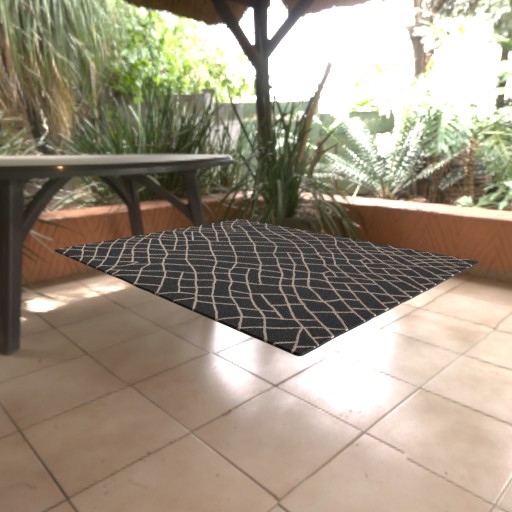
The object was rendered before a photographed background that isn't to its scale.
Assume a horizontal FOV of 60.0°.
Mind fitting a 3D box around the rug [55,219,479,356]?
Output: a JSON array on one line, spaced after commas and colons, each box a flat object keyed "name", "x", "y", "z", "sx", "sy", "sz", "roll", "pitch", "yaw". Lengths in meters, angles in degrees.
[{"name": "rug", "x": 0.000, "y": 0.000, "z": 4.041, "sx": 3.047, "sy": 0.022, "sz": 2.439, "roll": 14, "pitch": 20, "yaw": 43}]
